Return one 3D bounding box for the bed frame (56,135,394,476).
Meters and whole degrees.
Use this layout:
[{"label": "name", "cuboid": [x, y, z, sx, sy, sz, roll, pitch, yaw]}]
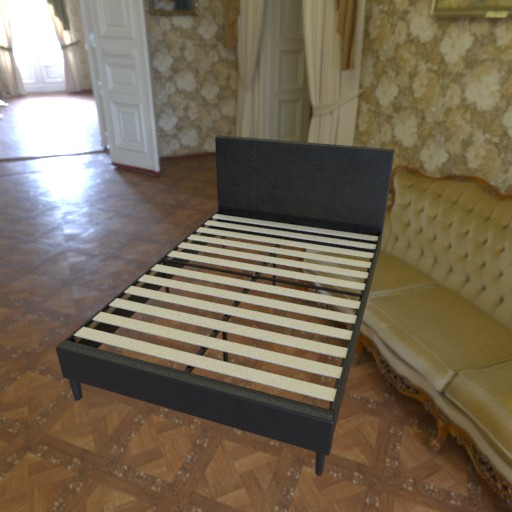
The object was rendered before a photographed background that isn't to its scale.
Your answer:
[{"label": "bed frame", "cuboid": [0.000, 0.000, 2.932, 1.469, 1.046, 2.152, 9, 29, 18]}]
